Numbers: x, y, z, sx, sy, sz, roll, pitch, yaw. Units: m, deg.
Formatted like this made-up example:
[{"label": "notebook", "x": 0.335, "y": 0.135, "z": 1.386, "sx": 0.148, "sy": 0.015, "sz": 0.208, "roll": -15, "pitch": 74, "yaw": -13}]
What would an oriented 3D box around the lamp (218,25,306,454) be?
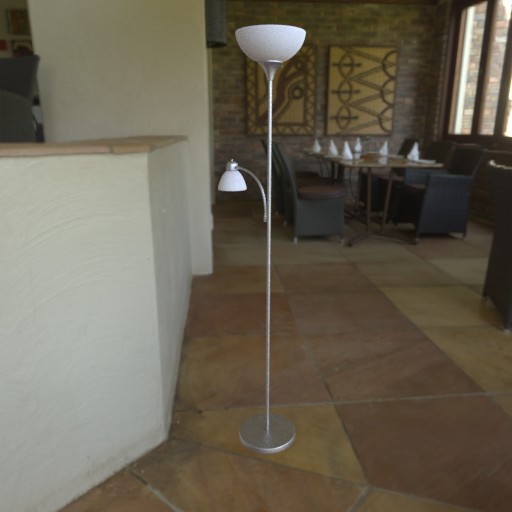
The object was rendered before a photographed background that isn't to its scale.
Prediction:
[{"label": "lamp", "x": 0.000, "y": 0.000, "z": 1.992, "sx": 0.425, "sy": 1.804, "sz": 0.279, "roll": 15, "pitch": 22, "yaw": 42}]
